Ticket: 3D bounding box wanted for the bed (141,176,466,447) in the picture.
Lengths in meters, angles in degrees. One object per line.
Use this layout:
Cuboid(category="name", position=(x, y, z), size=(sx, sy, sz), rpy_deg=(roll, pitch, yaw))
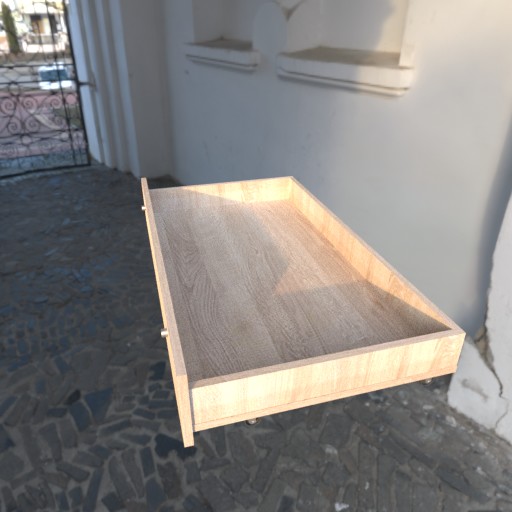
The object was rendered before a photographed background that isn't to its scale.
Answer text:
Cuboid(category="bed", position=(0.000, 0.000, 1.476), size=(0.685, 0.209, 1.200), rpy_deg=(-8, 30, -14))
